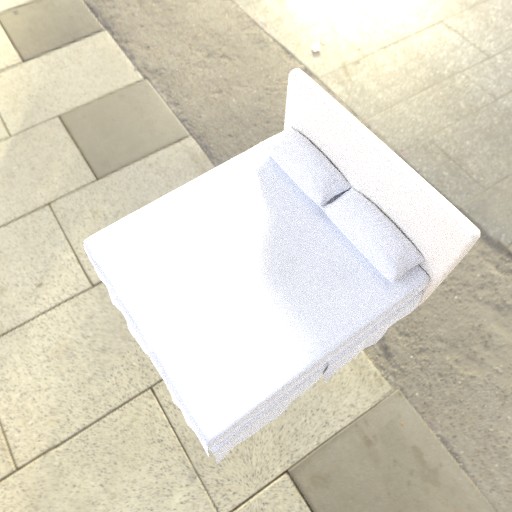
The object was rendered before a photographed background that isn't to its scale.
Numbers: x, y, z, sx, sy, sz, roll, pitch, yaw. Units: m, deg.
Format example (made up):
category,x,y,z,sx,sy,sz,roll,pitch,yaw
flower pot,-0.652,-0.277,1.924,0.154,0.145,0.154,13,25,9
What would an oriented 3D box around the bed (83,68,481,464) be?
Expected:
category,x,y,z,sx,sy,sz,roll,pitch,yaw
bed,0.000,0.000,3.630,2.341,1.317,2.119,-32,66,-16
